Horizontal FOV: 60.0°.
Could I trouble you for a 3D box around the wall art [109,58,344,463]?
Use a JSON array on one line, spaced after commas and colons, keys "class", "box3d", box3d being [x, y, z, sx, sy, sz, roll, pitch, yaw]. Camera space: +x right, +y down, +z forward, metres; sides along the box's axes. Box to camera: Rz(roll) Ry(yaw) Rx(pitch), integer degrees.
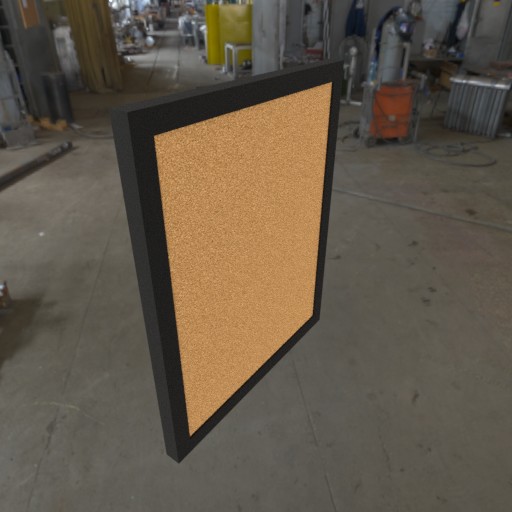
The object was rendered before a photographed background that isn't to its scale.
[{"class": "wall art", "box3d": [0.000, 0.000, 0.740, 0.029, 0.559, 0.457, 21, 37, 31]}]
